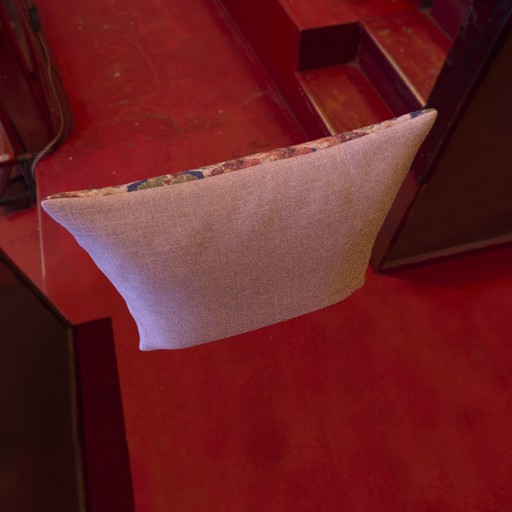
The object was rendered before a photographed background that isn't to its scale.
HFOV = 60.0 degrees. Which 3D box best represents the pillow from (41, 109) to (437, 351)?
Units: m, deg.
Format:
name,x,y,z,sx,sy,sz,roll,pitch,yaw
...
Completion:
name,x,y,z,sx,sy,sz,roll,pitch,yaw
pillow,0.000,0.000,0.766,0.523,0.506,0.166,-15,59,-9
